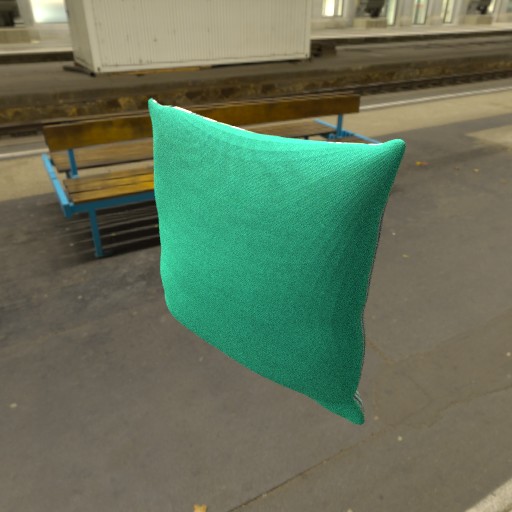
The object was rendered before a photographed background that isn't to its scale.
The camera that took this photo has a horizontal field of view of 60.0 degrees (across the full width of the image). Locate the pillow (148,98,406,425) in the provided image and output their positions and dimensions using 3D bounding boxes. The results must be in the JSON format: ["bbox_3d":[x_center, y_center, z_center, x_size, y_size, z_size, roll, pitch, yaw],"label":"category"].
[{"bbox_3d":[0.000,0.000,0.700,0.440,0.441,0.182,22,37,33],"label":"pillow"}]
